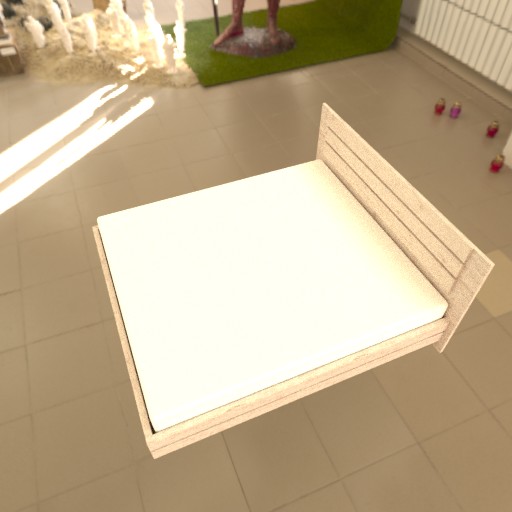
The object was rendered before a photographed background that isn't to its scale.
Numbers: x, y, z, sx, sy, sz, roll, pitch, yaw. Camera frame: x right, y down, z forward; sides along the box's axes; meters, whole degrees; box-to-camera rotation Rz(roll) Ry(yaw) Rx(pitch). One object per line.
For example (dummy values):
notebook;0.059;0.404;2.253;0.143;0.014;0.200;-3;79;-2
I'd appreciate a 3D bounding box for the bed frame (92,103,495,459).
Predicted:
bed frame;0.000;0.000;3.160;2.080;0.970;1.950;-17;50;-15
